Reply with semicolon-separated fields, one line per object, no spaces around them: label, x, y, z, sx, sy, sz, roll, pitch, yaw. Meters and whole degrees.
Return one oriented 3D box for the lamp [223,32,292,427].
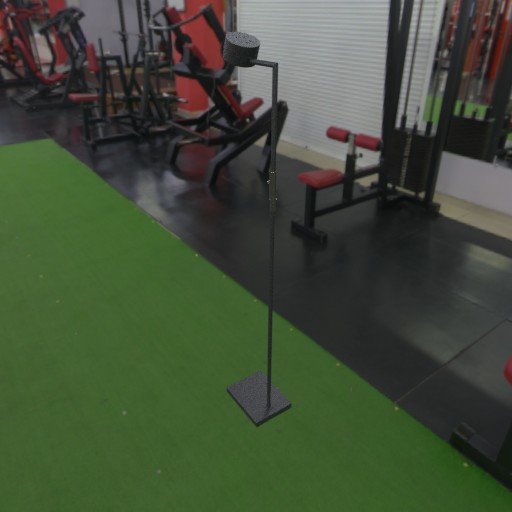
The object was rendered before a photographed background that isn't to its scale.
lamp;0.000;0.000;1.781;0.203;1.600;0.304;-19;34;-30
